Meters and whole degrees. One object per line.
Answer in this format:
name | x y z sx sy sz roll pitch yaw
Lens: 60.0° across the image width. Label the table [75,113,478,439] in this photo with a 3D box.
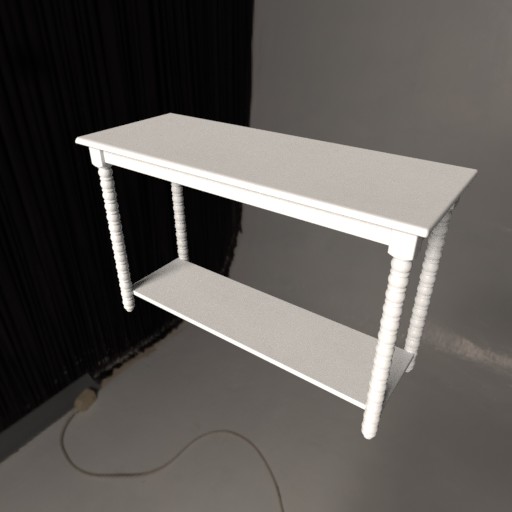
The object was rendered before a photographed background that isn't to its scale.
table | 0.000 0.000 1.542 1.184 0.740 0.459 20 36 30
